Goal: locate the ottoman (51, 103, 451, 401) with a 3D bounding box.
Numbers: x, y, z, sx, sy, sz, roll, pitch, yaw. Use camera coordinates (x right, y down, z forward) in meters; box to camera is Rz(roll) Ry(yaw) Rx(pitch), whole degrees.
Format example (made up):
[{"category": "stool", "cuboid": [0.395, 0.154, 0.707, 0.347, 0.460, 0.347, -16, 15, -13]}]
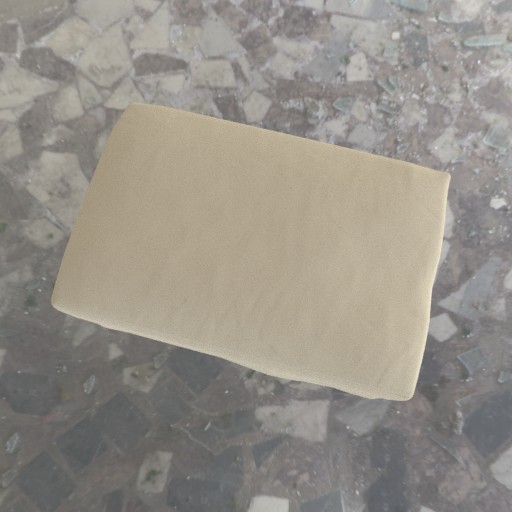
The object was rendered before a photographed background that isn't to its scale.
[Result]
[{"category": "ottoman", "cuboid": [0.000, 0.000, 1.207, 0.872, 0.444, 0.590, 14, 76, 4]}]
